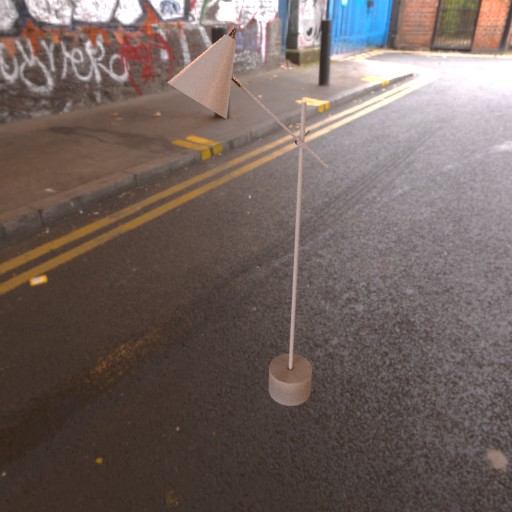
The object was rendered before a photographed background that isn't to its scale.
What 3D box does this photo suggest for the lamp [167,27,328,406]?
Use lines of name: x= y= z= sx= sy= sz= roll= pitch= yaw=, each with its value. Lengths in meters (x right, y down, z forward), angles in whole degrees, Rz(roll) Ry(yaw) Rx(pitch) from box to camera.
lamp: x=0.000 y=0.000 z=1.557 sx=0.508 sy=1.430 sz=0.223 roll=-9 pitch=30 yaw=-15
